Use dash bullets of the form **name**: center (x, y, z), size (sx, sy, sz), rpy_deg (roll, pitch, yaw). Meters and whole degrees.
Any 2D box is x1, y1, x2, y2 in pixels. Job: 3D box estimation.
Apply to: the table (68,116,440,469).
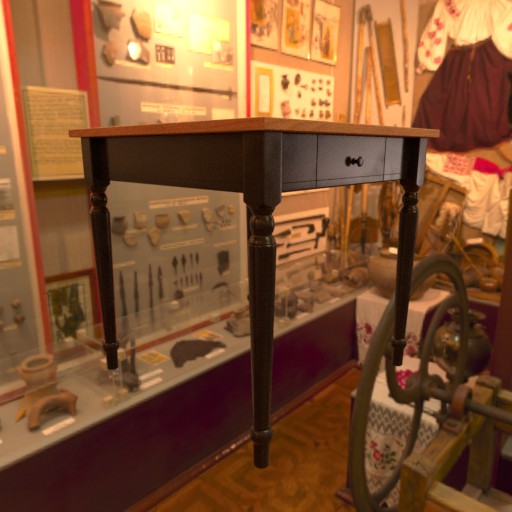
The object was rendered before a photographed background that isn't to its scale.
- **table**: center (0.000, 0.000, 1.345), size (0.747, 0.738, 0.747), rpy_deg (13, 18, 42)
